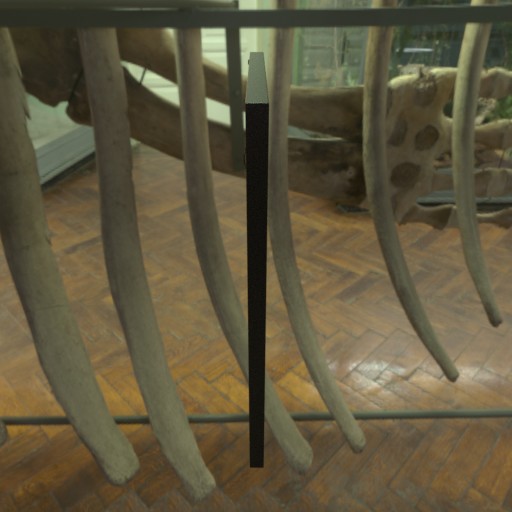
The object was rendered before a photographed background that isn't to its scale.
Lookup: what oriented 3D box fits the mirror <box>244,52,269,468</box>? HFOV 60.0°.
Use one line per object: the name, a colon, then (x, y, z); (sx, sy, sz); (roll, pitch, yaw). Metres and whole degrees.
mirror: (0.000, 0.000, 1.171); (0.041, 0.915, 0.609); (0, 31, 0)
